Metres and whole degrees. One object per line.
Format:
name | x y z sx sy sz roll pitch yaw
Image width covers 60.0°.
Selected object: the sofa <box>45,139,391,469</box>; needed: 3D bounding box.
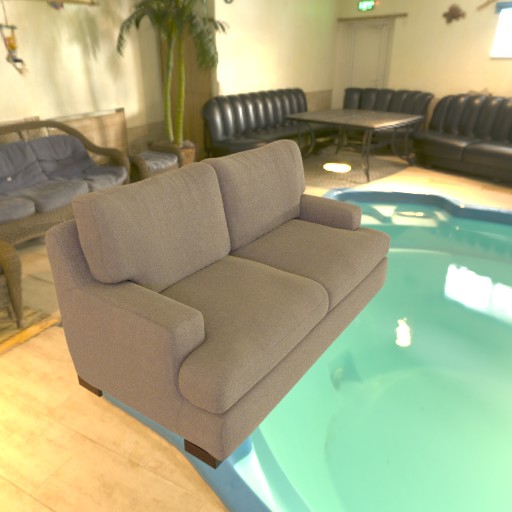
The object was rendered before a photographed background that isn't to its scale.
sofa | 0.000 0.000 2.441 0.962 0.980 1.855 16 29 31
